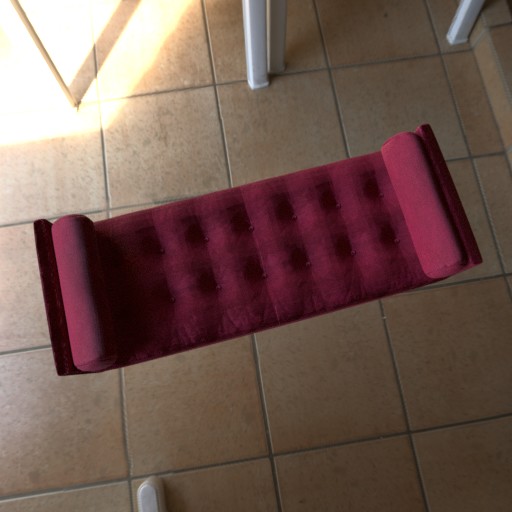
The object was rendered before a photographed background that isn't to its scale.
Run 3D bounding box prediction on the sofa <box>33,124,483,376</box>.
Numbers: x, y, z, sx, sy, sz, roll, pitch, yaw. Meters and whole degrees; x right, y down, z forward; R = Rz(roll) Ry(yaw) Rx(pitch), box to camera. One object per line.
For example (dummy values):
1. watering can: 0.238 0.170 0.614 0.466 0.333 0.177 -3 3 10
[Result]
1. sofa: 0.000 0.000 2.442 2.102 0.705 0.796 -14 77 -3
